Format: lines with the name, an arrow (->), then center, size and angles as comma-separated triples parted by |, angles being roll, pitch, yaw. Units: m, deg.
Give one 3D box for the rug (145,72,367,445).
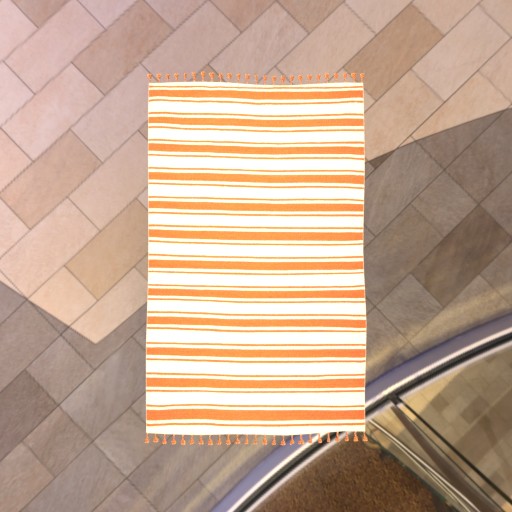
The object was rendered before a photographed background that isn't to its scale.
rug -> 0.000, 0.000, 2.485 | 1.232, 0.017, 2.092 | 0, 88, 0
